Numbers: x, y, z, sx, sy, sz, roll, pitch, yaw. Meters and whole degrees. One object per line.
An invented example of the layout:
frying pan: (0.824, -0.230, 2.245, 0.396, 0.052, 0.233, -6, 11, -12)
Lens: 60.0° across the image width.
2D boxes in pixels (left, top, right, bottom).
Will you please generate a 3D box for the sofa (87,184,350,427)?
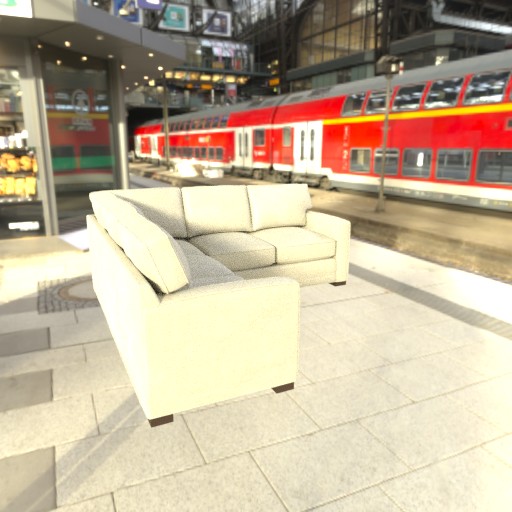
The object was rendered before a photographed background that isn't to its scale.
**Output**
sofa: (0.000, 0.000, 3.373, 2.211, 0.936, 2.188, -7, 16, -26)
